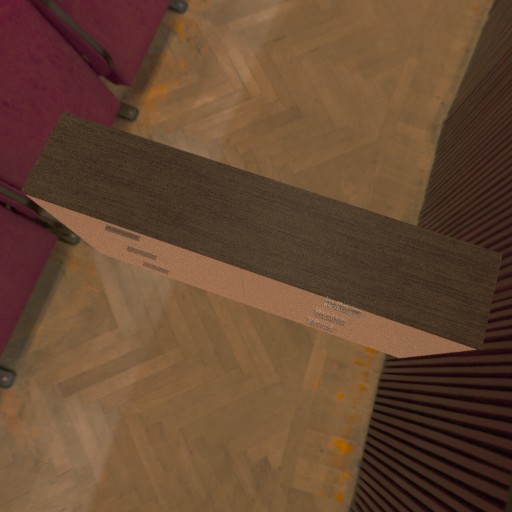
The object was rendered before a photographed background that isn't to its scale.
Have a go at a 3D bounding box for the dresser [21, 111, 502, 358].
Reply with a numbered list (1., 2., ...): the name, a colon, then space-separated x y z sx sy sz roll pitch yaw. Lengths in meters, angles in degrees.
1. dresser: 0.000 0.000 1.809 1.535 0.790 0.333 19 76 5
